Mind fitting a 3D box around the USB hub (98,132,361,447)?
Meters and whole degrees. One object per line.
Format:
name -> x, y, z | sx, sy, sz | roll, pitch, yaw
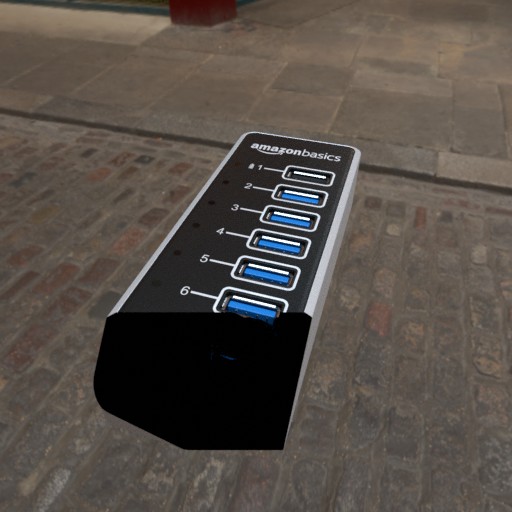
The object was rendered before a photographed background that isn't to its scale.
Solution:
USB hub -> 0.000, 0.000, 0.131 | 0.044, 0.023, 0.110 | 12, 44, 13
